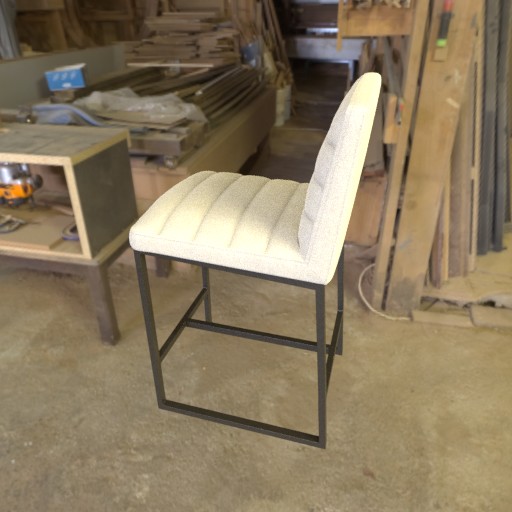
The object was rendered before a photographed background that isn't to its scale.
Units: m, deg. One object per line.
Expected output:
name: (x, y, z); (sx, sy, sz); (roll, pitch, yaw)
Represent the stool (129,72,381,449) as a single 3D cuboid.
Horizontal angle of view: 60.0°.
stool: (0.000, 0.000, 1.291); (0.567, 0.971, 0.459); (8, 31, 14)
